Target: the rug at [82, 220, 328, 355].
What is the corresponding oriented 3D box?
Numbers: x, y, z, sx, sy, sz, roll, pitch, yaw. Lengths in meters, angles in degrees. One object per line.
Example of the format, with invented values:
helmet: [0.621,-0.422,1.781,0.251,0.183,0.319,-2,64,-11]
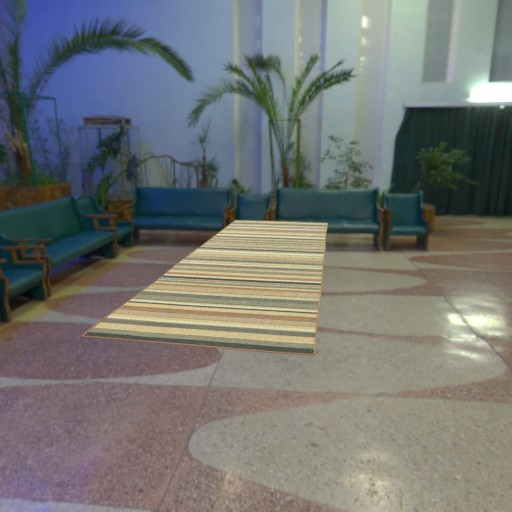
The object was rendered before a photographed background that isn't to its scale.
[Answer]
rug: [0.000,0.000,2.614,0.799,0.010,2.444,2,14,10]
